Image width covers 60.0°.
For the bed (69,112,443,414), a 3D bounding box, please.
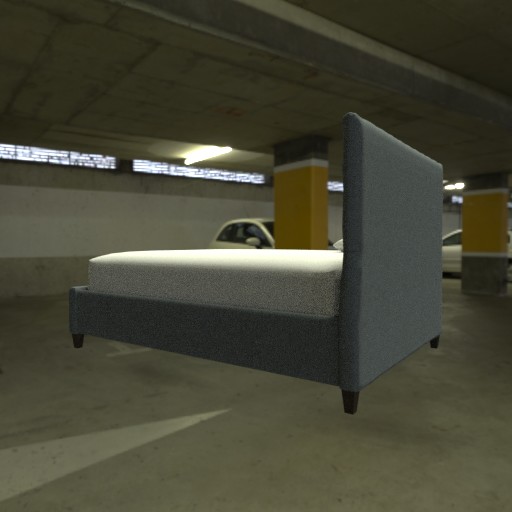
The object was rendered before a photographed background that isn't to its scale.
[{"bbox_3d":[0.000,0.000,3.387,2.335,1.411,1.698,1,2,35],"label":"bed"}]
